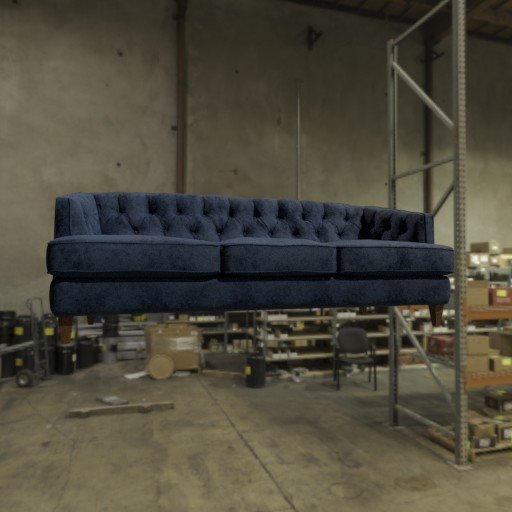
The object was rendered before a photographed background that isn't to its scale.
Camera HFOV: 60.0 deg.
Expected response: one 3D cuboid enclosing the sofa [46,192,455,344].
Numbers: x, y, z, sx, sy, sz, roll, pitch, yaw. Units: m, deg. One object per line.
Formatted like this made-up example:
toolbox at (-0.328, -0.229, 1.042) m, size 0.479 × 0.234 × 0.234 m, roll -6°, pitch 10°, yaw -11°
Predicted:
sofa at (0.000, 0.000, 2.748) m, size 2.278 × 0.855 × 0.941 m, roll 1°, pitch -2°, yaw -18°
